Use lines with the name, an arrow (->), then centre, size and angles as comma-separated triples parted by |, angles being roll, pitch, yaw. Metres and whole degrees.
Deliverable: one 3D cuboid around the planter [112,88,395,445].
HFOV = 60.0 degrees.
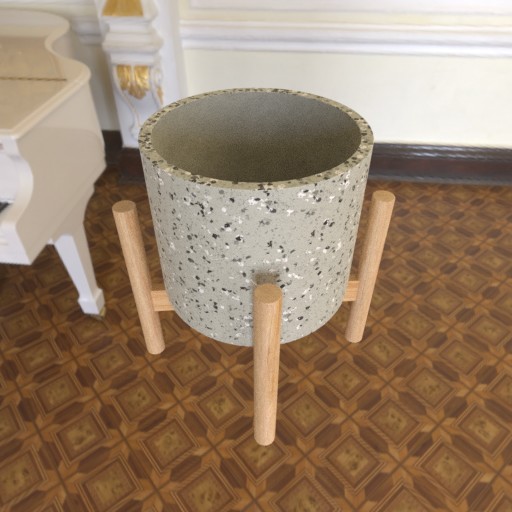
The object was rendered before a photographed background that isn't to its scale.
planter -> 0.000, 0.000, 0.529 | 0.284, 0.320, 0.284 | 12, 42, 14
